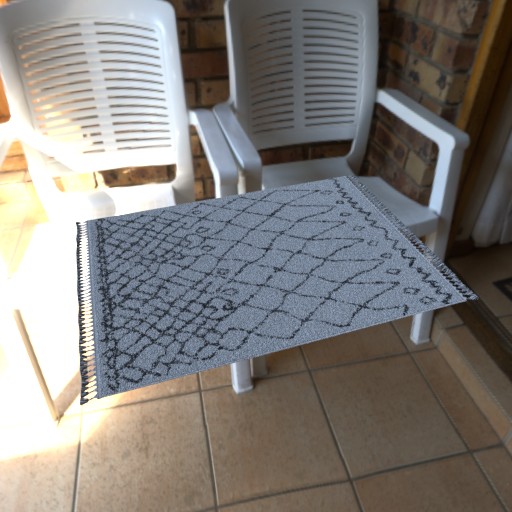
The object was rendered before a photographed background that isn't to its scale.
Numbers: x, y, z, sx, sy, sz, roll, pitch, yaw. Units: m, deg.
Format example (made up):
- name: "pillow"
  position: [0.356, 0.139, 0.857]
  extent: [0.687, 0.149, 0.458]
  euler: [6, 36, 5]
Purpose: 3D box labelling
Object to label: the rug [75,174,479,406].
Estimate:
- name: "rug"
  position: [0.000, 0.000, 2.999]
  extent: [2.312, 0.017, 1.613]
  euler: [-12, 41, -14]
